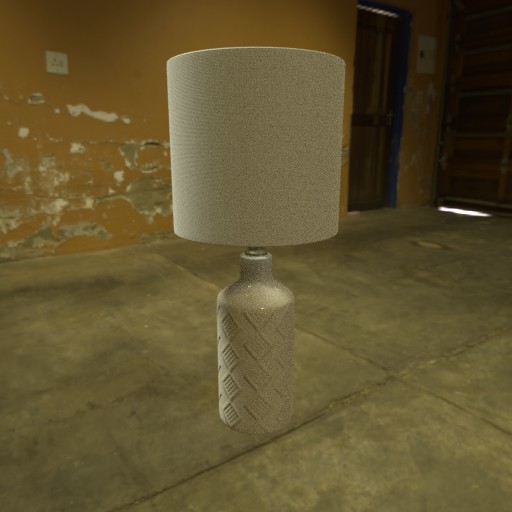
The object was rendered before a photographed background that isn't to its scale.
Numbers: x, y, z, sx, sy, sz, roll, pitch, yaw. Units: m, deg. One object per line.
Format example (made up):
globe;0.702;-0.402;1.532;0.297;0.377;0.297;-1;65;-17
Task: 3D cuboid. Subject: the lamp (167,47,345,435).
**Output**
lamp;0.000;0.000;0.577;0.207;0.461;0.207;2;14;10
